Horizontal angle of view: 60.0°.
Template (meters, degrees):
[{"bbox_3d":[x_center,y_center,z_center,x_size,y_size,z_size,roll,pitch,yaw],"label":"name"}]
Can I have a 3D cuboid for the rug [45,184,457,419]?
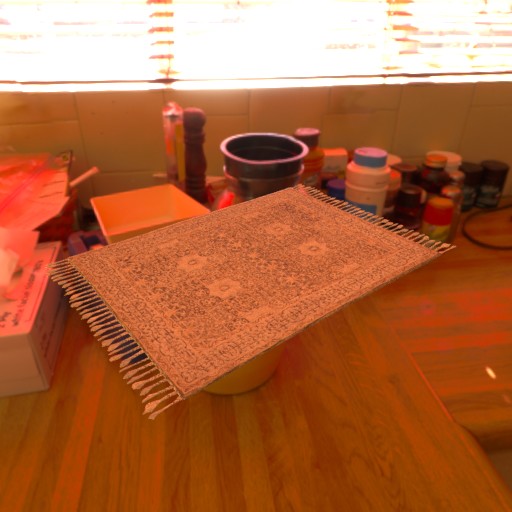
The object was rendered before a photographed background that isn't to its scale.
[{"bbox_3d":[0.000,0.000,3.106,2.465,0.023,1.619,-22,37,-32],"label":"rug"}]
